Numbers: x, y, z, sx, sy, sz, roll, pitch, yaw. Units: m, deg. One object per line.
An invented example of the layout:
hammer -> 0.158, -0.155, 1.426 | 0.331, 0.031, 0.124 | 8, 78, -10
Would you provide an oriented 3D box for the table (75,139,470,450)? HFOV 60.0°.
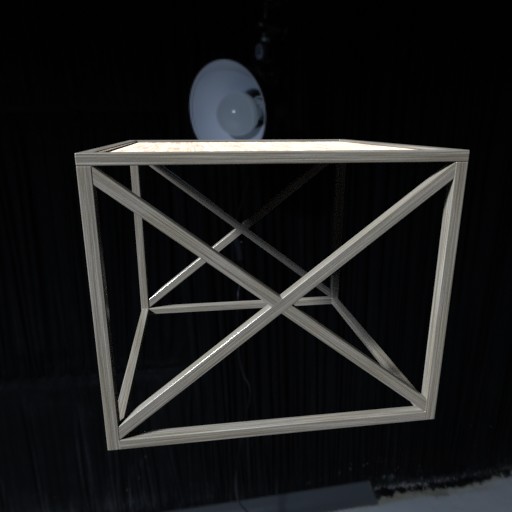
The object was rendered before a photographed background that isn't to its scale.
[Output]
table -> 0.000, 0.000, 1.034 | 0.611, 0.507, 0.609 | -2, 16, -8
